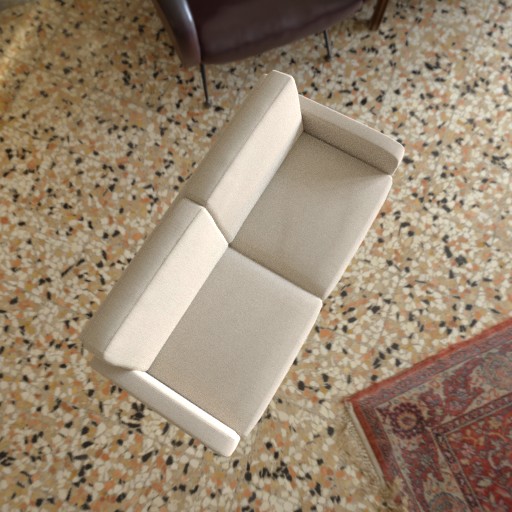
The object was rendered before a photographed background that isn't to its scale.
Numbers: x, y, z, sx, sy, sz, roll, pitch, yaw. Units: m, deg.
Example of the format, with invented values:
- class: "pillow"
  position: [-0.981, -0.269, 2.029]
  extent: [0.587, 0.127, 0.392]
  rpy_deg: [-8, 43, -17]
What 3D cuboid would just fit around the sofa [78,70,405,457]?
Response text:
- class: "sofa"
  position: [0.000, 0.000, 2.351]
  extent: [0.894, 0.831, 1.808]
  rpy_deg: [31, 77, 8]
